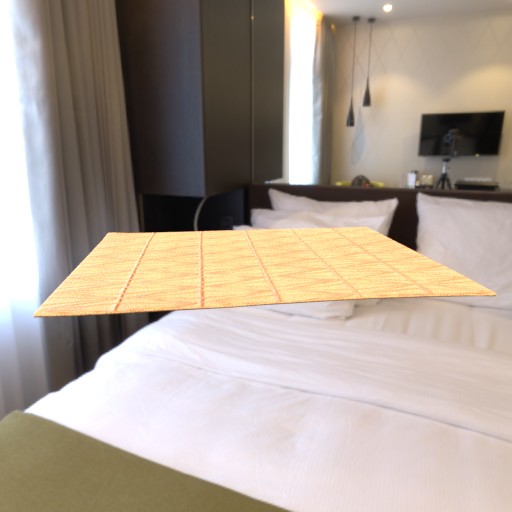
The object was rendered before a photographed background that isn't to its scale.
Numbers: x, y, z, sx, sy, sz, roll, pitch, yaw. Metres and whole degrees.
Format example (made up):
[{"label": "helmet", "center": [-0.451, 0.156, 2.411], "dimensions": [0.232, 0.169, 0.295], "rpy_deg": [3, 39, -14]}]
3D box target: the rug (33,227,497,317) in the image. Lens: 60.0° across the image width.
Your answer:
[{"label": "rug", "center": [0.000, 0.000, 4.031], "dimensions": [3.052, 0.043, 2.453], "rpy_deg": [-2, 15, -7]}]
